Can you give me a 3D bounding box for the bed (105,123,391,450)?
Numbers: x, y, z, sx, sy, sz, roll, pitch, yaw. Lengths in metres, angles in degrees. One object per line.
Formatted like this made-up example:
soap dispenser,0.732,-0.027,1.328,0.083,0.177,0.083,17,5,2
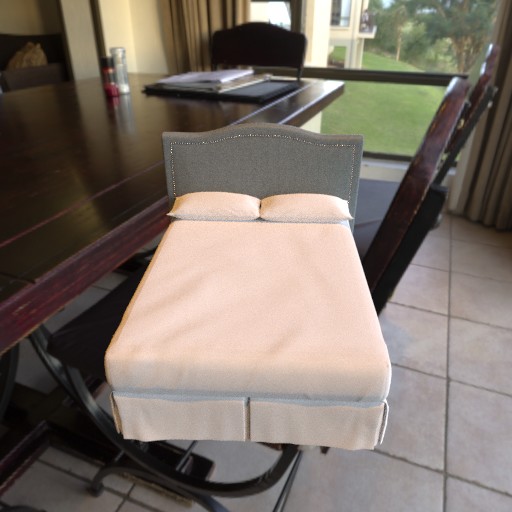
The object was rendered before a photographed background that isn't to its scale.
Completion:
bed,0.000,0.000,3.267,1.753,1.460,2.143,1,30,3
